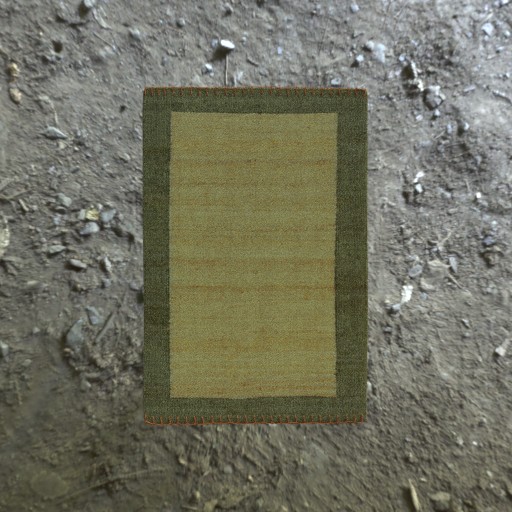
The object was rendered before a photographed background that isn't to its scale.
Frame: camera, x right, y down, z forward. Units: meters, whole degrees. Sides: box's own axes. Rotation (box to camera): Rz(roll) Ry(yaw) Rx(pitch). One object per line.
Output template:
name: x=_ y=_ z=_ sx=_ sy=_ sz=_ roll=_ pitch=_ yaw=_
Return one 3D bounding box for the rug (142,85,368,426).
rug: x=0.000 y=0.000 z=2.398 sx=1.220 sy=0.019 sz=1.838 roll=0 pitch=91 yaw=-1
